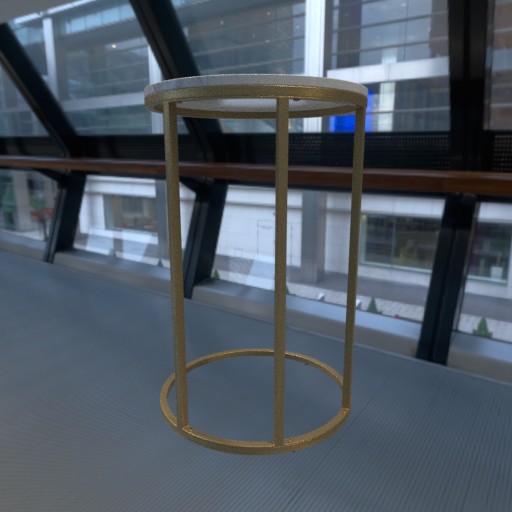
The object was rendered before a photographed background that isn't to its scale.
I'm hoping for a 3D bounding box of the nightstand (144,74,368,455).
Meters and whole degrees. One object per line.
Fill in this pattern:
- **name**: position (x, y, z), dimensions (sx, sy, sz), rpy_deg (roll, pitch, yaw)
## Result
- **nightstand**: position (0.000, 0.000, 0.880), dimensions (0.400, 0.610, 0.400), rpy_deg (-3, 13, -11)
